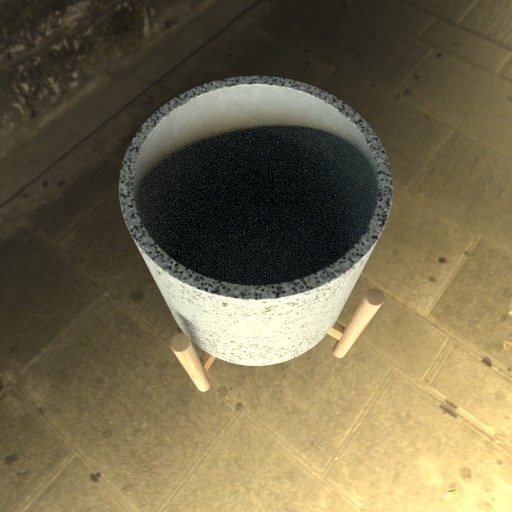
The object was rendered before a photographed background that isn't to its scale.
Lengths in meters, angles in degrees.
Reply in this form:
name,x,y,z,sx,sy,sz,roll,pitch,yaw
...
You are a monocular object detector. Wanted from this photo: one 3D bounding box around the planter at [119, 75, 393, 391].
name,x,y,z,sx,sy,sz,roll,pitch,yaw
planter,0.000,0.000,0.682,0.360,0.419,0.360,-33,68,-15
